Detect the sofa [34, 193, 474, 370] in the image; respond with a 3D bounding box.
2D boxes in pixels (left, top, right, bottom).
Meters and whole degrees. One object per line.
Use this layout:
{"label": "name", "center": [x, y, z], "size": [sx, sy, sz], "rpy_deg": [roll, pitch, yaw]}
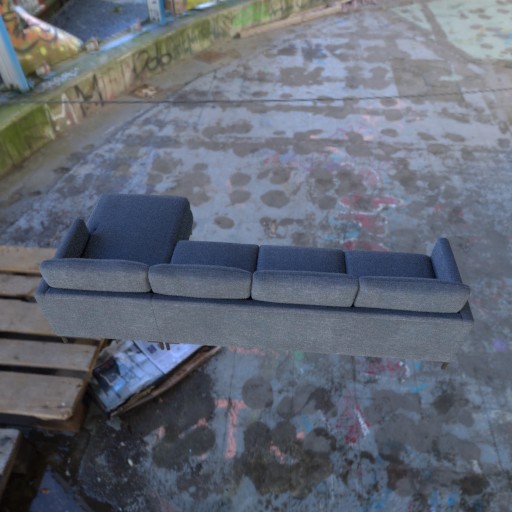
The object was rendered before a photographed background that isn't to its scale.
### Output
{"label": "sofa", "center": [0.000, 0.000, 3.466], "size": [2.932, 0.810, 1.350], "rpy_deg": [3, 46, 3]}
